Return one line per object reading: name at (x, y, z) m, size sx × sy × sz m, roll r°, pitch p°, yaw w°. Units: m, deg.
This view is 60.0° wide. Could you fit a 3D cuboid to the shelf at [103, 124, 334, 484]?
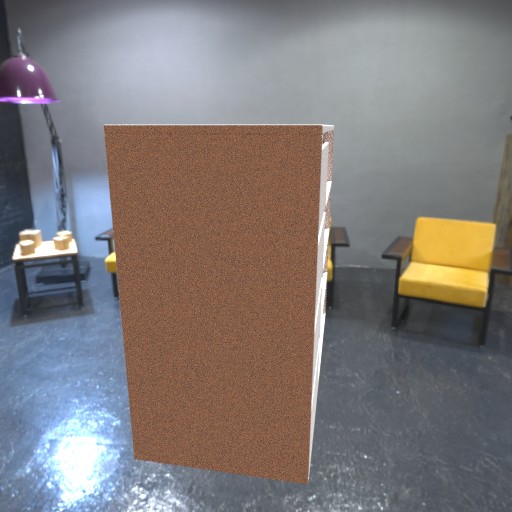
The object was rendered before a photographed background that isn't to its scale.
shelf at (0.000, 0.000, 1.294) m, size 0.396 × 0.732 × 0.895 m, roll 3°, pitch 17°, yaw 10°
